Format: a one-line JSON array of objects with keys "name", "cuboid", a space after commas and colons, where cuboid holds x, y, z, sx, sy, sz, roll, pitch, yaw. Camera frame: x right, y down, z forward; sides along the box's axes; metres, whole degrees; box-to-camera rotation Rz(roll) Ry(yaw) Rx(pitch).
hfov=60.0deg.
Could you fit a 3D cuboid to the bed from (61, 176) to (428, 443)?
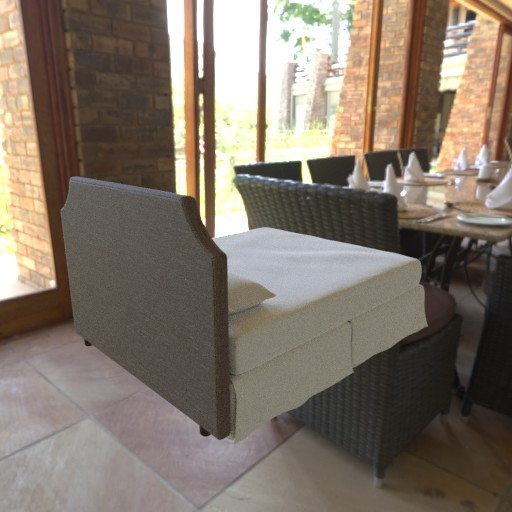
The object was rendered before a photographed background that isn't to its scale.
[{"name": "bed", "cuboid": [0.000, 0.000, 4.273, 2.773, 1.590, 2.350, -15, 22, -42]}]
